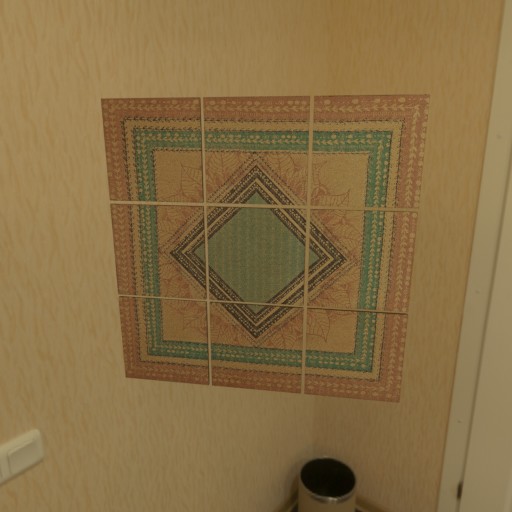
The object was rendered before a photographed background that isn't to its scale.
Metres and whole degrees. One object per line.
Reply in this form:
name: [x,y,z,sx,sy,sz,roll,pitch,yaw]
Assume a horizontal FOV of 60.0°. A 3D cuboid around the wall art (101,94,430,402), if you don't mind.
wall art: [0.000,0.000,1.788,1.215,1.213,0.013,3,16,9]
